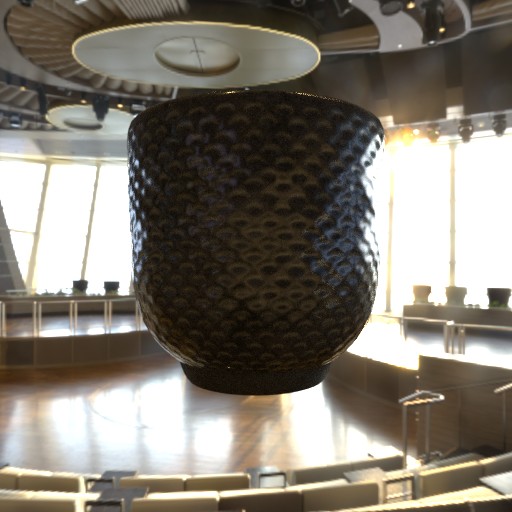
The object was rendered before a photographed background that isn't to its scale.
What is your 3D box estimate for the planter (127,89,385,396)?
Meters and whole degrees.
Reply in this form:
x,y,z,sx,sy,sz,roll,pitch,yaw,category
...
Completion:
x,y,z,sx,sy,sz,roll,pitch,yaw,category
0.000,0.000,0.351,0.197,0.191,0.197,0,-1,0,planter
